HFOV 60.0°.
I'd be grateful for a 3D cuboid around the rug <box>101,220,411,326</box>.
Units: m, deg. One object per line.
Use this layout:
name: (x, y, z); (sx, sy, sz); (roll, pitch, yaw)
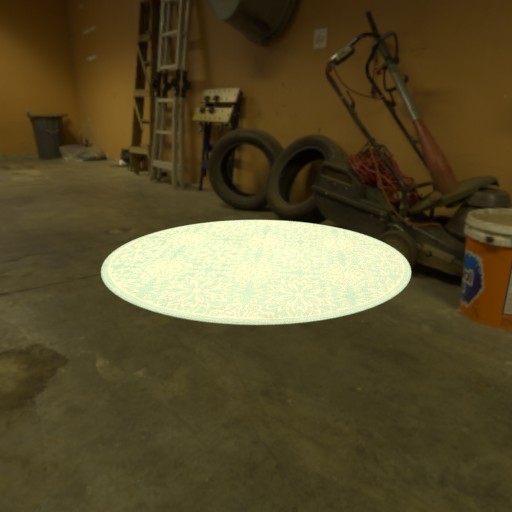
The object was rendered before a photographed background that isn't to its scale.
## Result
rug: (0.000, 0.000, 2.395); (1.593, 0.012, 1.593); (0, 19, 0)
